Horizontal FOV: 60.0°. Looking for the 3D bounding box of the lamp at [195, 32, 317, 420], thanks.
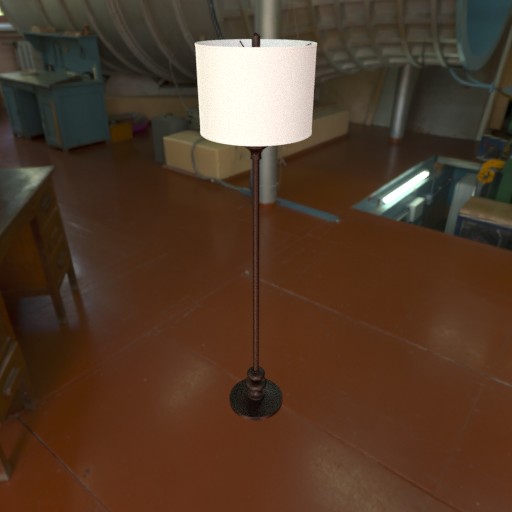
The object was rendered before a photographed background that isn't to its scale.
[{"bbox_3d":[0.000,0.000,1.651,0.356,1.487,0.356,-9,30,-15],"label":"lamp"}]
